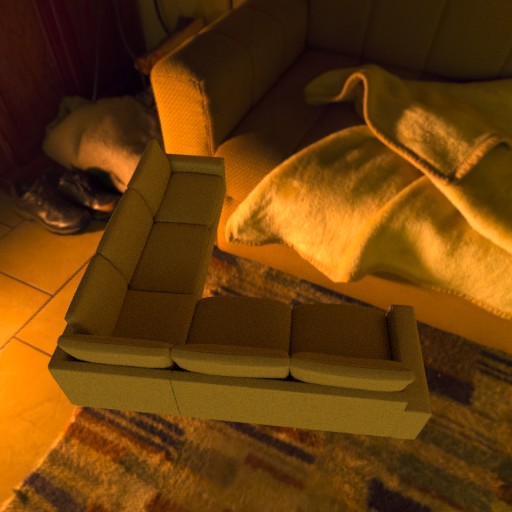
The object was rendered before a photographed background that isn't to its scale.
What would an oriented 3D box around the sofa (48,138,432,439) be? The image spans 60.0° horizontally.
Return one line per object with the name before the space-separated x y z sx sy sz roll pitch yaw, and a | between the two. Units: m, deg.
sofa | 0.000 0.000 3.995 2.622 0.800 2.742 4 47 4
